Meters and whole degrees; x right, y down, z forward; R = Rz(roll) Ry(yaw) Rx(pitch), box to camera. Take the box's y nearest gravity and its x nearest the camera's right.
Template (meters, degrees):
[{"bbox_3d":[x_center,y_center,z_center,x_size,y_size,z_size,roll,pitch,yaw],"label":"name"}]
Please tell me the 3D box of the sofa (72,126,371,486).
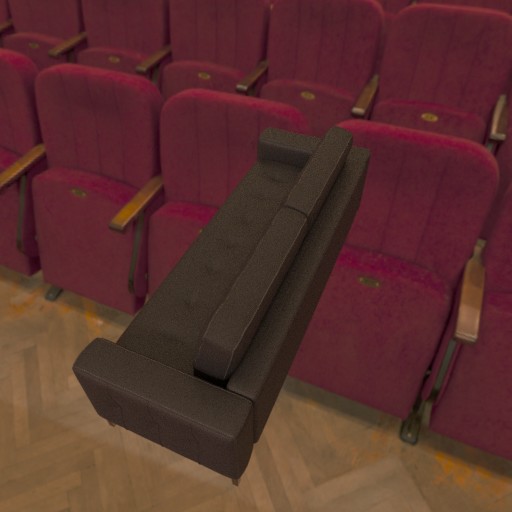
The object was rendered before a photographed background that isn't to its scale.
[{"bbox_3d":[0.000,0.000,2.679,0.833,0.893,2.275,17,48,16],"label":"sofa"}]
